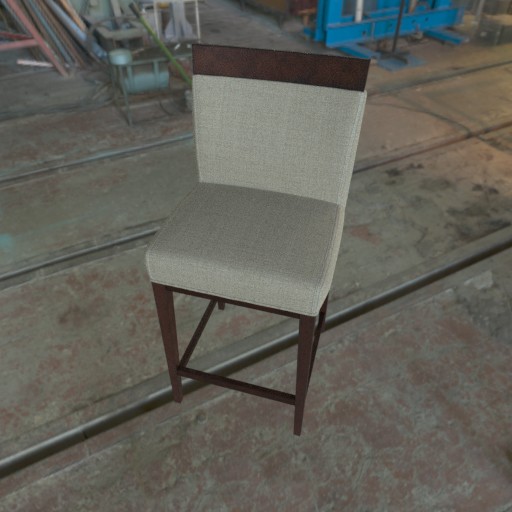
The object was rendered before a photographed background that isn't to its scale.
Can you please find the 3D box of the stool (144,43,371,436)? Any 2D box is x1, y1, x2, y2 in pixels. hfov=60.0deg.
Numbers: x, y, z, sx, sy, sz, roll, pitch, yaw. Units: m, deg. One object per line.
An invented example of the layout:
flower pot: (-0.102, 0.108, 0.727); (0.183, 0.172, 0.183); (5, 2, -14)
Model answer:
stool: (0.000, 0.000, 1.279); (0.463, 1.011, 0.480); (11, 42, 12)
